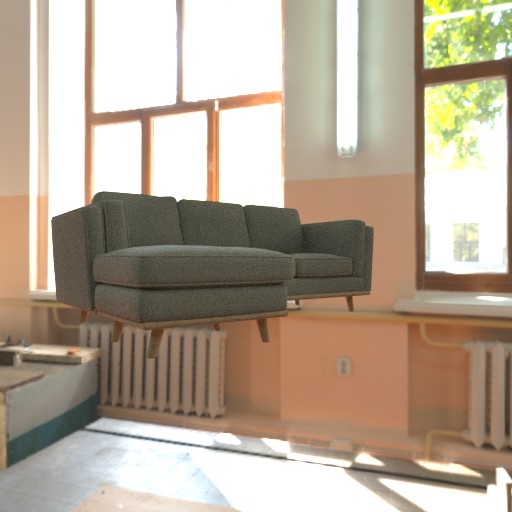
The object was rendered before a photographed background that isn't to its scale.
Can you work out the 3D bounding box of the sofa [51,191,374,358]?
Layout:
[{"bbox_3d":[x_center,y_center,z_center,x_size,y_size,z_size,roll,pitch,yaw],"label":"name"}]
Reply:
[{"bbox_3d":[0.000,0.000,3.148,2.411,0.929,1.604,0,-1,-37],"label":"sofa"}]
